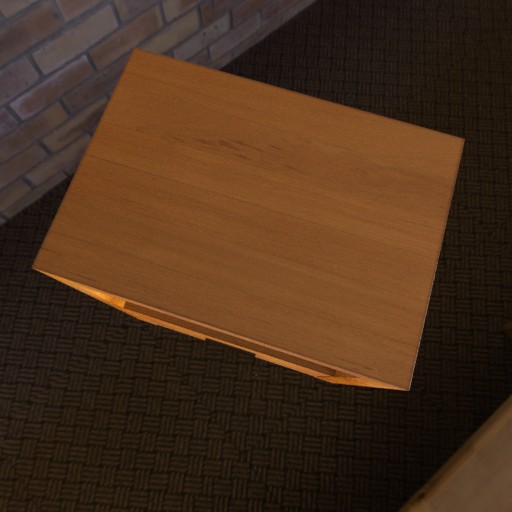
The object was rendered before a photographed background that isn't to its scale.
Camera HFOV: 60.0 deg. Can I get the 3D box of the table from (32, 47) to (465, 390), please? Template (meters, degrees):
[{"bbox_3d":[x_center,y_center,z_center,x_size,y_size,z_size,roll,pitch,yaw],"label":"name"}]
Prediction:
[{"bbox_3d":[0.000,0.000,0.949,0.550,0.605,0.400,17,76,5],"label":"table"}]
